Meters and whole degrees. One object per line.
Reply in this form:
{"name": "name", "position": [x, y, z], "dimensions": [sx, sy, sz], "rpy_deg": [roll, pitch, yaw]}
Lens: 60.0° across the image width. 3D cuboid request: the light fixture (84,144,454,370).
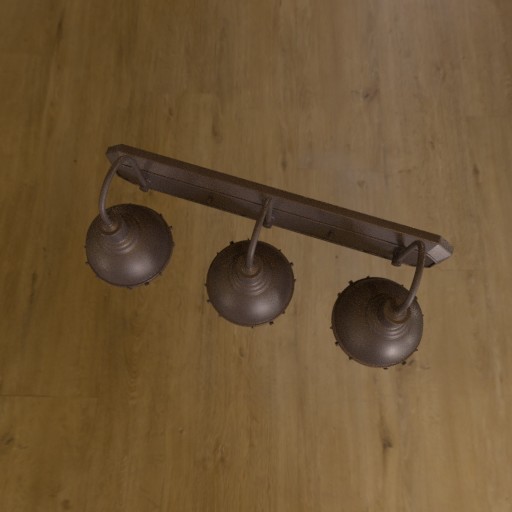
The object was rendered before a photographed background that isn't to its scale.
{"name": "light fixture", "position": [0.000, 0.000, 0.758], "dimensions": [0.634, 0.254, 0.229], "rpy_deg": [17, 75, 5]}
